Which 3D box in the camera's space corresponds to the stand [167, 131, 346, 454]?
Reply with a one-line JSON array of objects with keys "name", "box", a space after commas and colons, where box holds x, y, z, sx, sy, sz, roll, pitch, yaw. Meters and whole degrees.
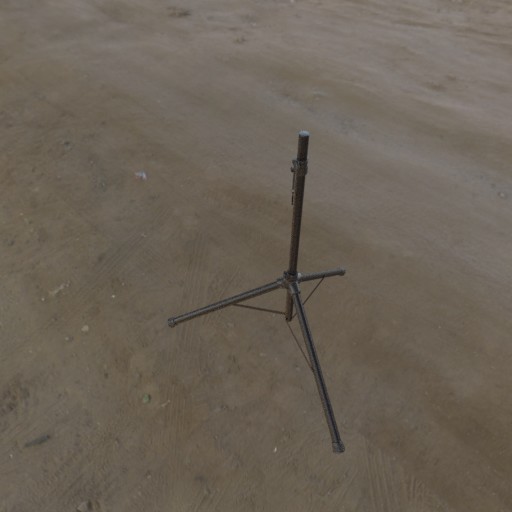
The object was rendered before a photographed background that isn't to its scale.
[{"name": "stand", "box": [0.000, 0.000, 1.819, 0.907, 1.136, 1.045, 7, 45, 7]}]
